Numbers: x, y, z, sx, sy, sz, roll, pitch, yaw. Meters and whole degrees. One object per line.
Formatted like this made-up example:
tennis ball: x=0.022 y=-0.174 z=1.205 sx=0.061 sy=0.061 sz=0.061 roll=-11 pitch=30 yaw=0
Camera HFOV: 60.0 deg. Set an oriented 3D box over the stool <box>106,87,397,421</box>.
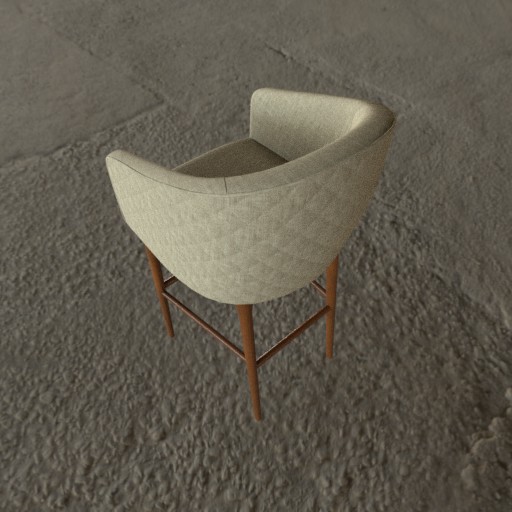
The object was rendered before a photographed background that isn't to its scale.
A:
stool: x=0.000 y=0.000 z=1.380 sx=0.559 sy=1.078 sz=0.607 roll=-33 pitch=56 yaw=-26
